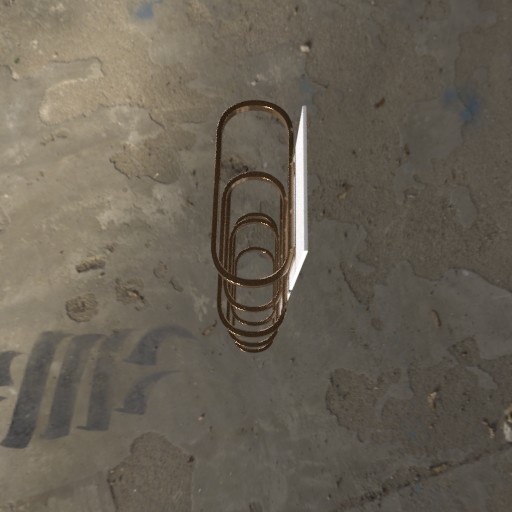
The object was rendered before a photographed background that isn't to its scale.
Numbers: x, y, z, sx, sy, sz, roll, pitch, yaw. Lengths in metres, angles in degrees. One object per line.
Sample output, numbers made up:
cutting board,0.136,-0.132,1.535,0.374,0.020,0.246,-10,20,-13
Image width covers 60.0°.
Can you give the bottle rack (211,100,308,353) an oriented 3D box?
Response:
bottle rack,0.000,0.000,0.850,0.118,0.709,0.332,1,75,0
